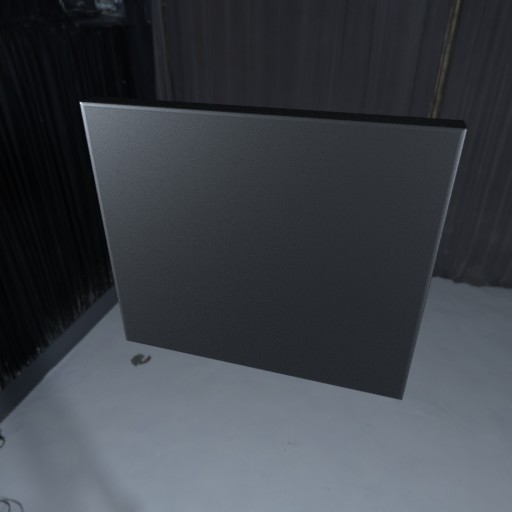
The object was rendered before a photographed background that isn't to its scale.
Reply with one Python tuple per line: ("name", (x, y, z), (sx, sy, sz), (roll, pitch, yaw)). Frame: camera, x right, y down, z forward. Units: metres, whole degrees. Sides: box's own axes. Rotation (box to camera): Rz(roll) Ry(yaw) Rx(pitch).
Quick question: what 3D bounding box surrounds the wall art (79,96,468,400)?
("wall art", (0.000, 0.000, 0.515), (0.380, 0.330, 0.028), (9, 32, 14))
